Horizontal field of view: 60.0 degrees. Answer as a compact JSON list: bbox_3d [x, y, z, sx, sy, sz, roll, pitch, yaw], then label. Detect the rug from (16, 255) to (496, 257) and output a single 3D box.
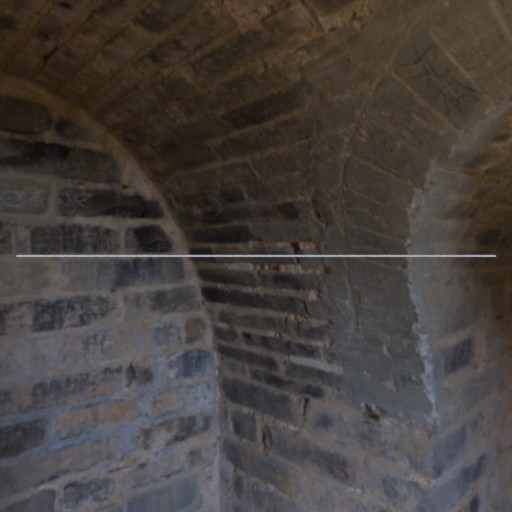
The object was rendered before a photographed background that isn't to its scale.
[{"bbox_3d":[0.000,0.000,3.002,2.430,0.010,1.515,0,0,0],"label":"rug"}]
